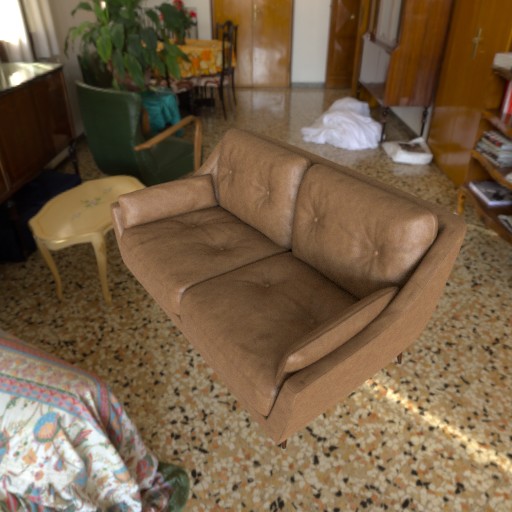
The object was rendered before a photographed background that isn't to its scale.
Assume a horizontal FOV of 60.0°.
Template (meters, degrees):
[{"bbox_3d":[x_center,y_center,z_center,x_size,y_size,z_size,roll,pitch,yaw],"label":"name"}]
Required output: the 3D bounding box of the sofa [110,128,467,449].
[{"bbox_3d":[0.000,0.000,2.277,0.981,0.886,1.731,-20,37,-29],"label":"sofa"}]
